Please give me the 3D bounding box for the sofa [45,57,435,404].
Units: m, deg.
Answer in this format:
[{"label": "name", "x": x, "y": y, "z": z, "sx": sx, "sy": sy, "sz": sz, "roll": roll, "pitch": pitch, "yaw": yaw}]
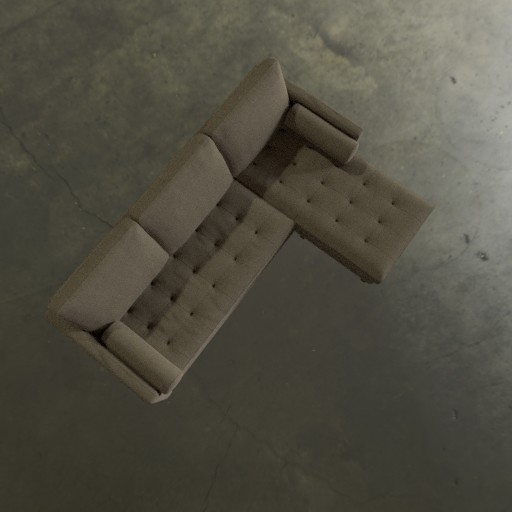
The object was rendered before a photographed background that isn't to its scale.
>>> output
[{"label": "sofa", "x": 0.000, "y": 0.000, "z": 2.865, "sx": 1.506, "sy": 0.875, "sz": 2.178, "roll": 36, "pitch": 78, "yaw": 9}]
